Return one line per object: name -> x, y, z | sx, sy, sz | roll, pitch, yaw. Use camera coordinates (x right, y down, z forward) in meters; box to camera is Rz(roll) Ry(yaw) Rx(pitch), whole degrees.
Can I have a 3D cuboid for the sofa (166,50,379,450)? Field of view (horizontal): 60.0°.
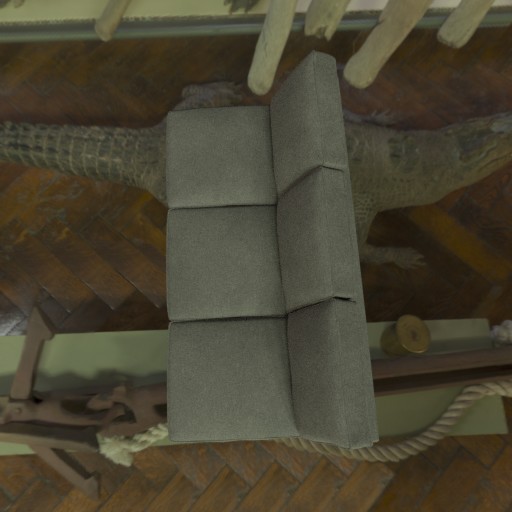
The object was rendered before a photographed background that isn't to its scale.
sofa -> 0.000, 0.000, 2.514 | 1.027, 0.973, 1.962 | -3, 75, -1
